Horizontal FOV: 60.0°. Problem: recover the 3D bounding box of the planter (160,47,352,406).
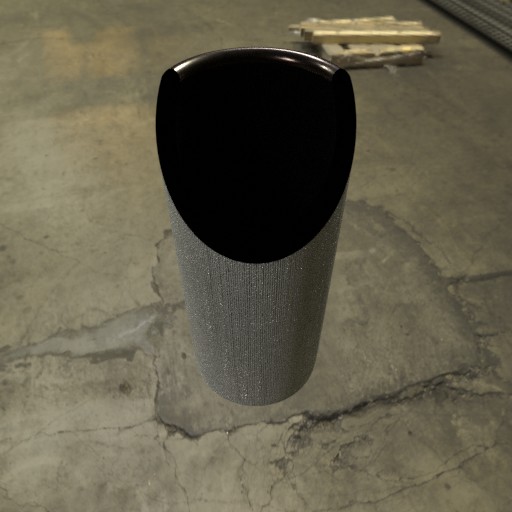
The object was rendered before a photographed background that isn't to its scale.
[{"bbox_3d":[0.000,0.000,0.131,0.045,0.103,0.045,-9,46,-8],"label":"planter"}]
